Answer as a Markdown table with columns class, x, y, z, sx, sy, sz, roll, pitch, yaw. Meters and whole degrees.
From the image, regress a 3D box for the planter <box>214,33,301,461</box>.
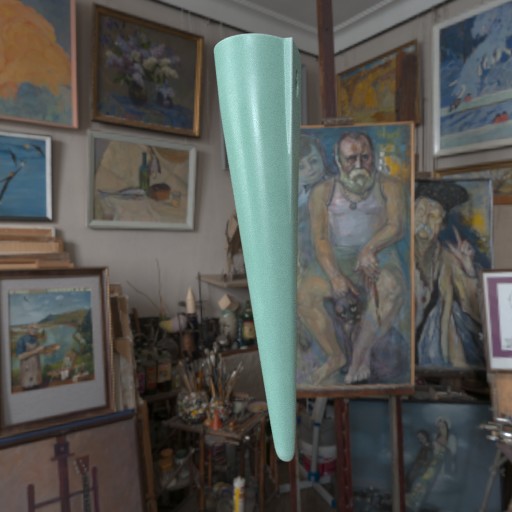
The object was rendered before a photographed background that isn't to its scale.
| class | x | y | z | sx | sy | sz | roll | pitch | yaw |
| --- | --- | --- | --- | --- | --- | --- | --- | --- | --- |
| planter | 0.000 | 0.000 | 0.294 | 0.055 | 0.268 | 0.054 | 0 | 1 | 16 |
